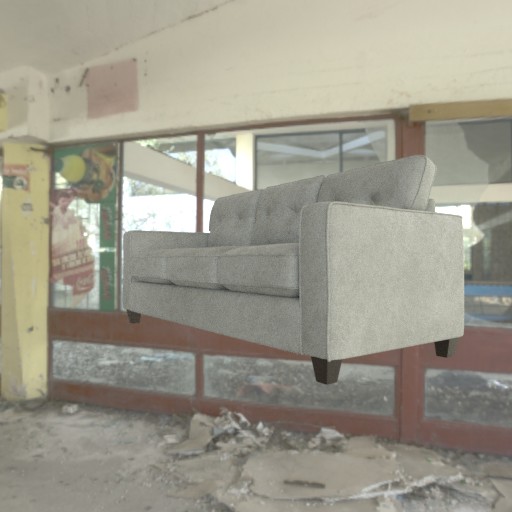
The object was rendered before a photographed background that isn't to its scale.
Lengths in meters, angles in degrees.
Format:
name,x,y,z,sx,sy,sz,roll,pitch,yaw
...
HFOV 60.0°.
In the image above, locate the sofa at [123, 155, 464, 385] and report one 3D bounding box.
name,x,y,z,sx,sy,sz,roll,pitch,yaw
sofa,0.000,0.000,2.682,0.939,0.965,2.133,0,-1,-36
